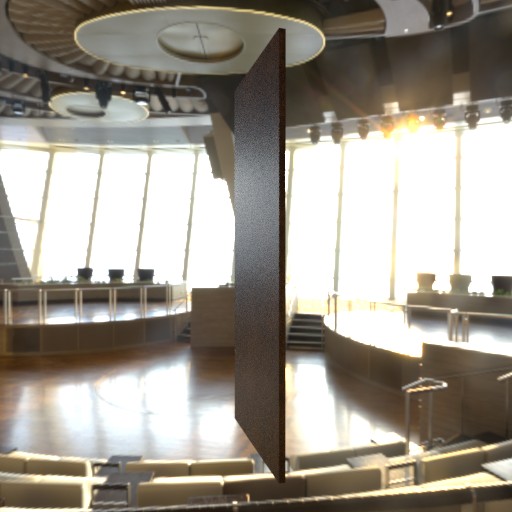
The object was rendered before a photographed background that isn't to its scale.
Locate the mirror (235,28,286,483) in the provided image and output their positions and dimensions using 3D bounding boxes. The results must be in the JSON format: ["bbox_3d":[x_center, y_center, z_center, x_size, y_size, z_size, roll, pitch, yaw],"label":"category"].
[{"bbox_3d":[0.000,0.000,2.368,0.032,2.031,0.812,0,1,-17],"label":"mirror"}]
